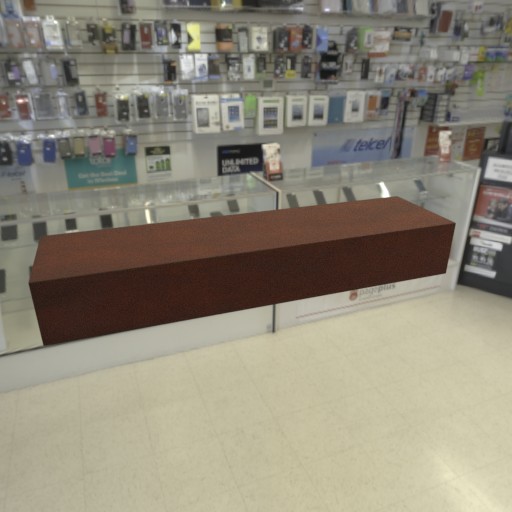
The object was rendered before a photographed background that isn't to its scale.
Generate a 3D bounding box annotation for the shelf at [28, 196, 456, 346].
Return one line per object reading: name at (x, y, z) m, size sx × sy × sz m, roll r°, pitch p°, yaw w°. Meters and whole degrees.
shelf at (0.000, 0.000, 0.683) m, size 0.607 × 0.088 × 0.152 m, roll -8°, pitch 26°, yaw -17°
